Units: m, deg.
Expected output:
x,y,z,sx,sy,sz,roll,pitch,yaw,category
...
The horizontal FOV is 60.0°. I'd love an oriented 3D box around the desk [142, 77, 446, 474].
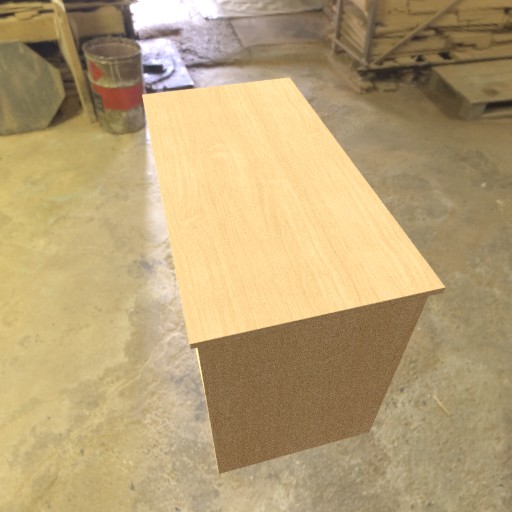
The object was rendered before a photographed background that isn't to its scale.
x,y,z,sx,sy,sz,roll,pitch,yaw,category
0.000,0.000,1.544,0.560,0.735,1.097,-11,46,-10,desk
